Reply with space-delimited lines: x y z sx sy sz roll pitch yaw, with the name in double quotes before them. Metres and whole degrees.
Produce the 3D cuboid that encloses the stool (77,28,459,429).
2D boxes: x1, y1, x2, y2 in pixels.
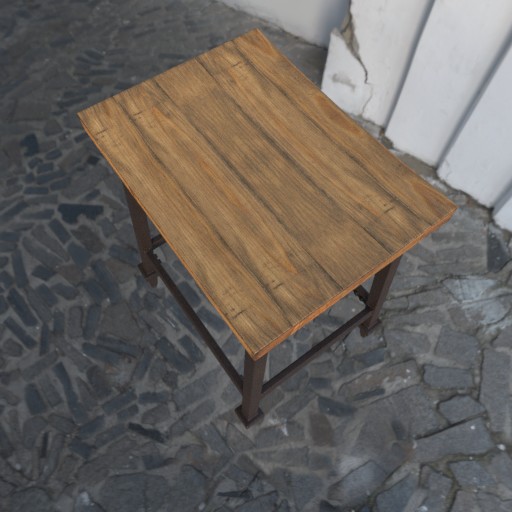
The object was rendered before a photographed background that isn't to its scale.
"stool" 0.000 0.000 0.924 0.405 0.625 0.486 -33 67 -16
